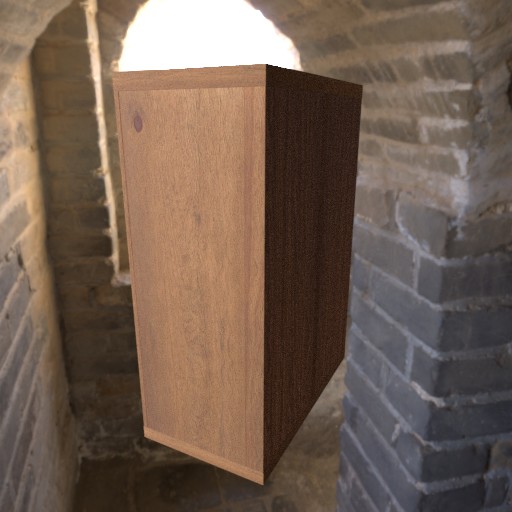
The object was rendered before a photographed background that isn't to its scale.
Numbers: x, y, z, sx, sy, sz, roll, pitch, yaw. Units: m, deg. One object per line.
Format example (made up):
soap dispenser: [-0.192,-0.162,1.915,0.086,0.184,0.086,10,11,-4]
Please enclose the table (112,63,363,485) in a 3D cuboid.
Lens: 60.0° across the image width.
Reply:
table: [0.000,0.000,1.748,0.524,1.294,0.901,9,20,26]
